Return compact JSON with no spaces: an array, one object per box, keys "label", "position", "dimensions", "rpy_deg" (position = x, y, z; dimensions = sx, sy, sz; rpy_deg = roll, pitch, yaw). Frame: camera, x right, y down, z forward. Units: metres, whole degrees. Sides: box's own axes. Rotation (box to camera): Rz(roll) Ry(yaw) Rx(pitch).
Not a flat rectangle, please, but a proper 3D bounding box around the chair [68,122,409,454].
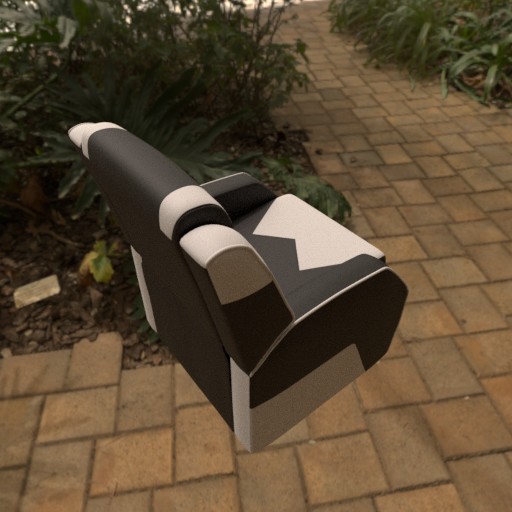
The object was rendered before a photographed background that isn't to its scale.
[{"label":"chair","position":[0.000,0.000,1.248],"dimensions":[0.672,0.805,0.620],"rpy_deg":[-26,46,-28]}]
